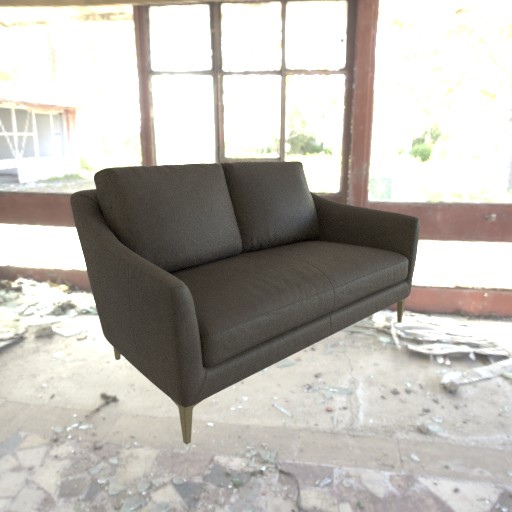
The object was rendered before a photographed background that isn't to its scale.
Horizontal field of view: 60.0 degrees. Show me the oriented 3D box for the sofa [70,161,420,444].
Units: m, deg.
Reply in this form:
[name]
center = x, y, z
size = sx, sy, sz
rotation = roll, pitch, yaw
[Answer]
[sofa]
center = 0.000, 0.000, 2.217
size = 1.619, 0.902, 0.960
rotation = -14, 20, -43
